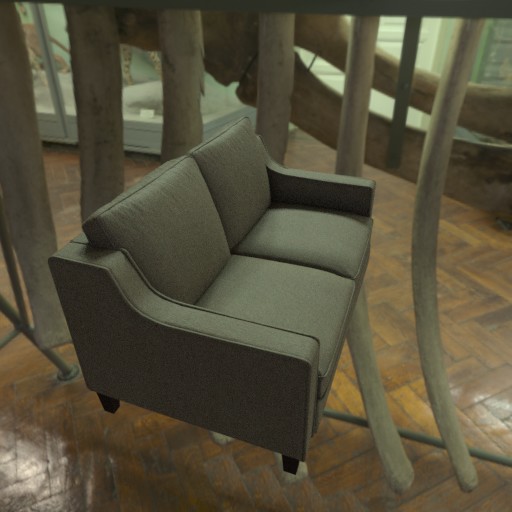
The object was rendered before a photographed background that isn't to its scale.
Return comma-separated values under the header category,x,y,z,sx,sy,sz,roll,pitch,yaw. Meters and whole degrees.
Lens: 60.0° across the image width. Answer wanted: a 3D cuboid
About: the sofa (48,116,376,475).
category,x,y,z,sx,sy,sz,roll,pitch,yaw
sofa,0.000,0.000,2.145,0.985,0.981,1.503,11,34,17
